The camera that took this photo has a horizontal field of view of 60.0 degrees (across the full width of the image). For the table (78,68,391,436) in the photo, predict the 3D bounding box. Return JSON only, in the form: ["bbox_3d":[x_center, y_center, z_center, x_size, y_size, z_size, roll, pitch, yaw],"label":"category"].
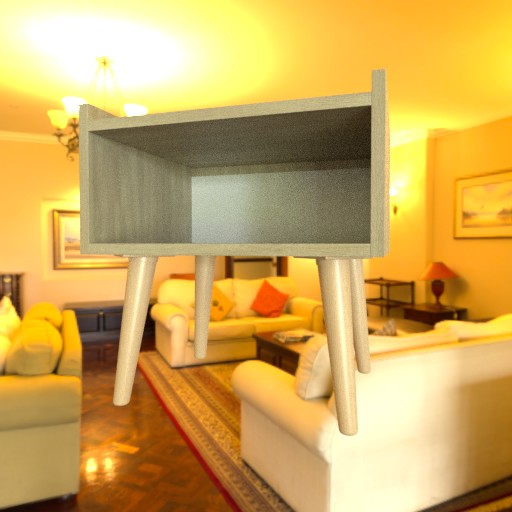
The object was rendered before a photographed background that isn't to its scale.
[{"bbox_3d":[0.000,0.000,0.790,0.450,0.470,0.370,1,2,18],"label":"table"}]
